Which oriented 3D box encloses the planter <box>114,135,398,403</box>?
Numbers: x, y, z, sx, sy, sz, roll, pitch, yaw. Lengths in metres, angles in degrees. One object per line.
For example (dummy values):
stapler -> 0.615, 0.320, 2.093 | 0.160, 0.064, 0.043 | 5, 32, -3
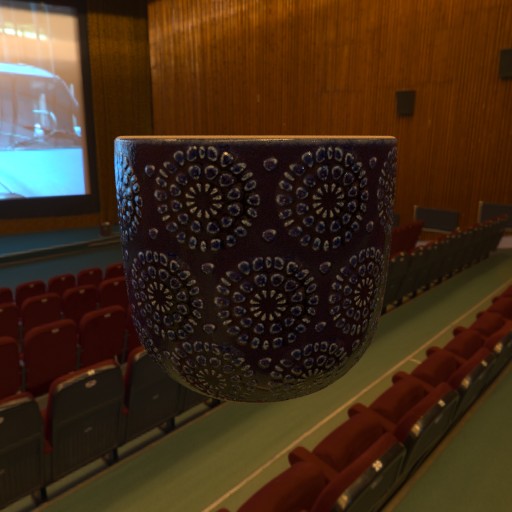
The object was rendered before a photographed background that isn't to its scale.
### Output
planter -> 0.000, 0.000, 0.286 | 0.165, 0.149, 0.165 | 0, 15, 0
